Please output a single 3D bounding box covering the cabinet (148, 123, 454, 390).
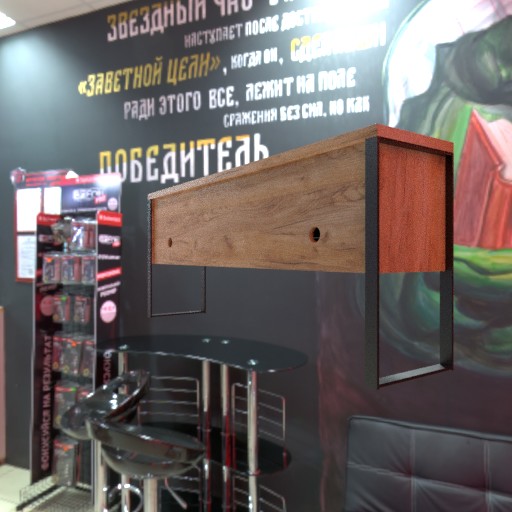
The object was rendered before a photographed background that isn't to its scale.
[{"bbox_3d":[0.000,0.000,2.120,0.395,0.762,1.800,0,0,-34],"label":"cabinet"}]
